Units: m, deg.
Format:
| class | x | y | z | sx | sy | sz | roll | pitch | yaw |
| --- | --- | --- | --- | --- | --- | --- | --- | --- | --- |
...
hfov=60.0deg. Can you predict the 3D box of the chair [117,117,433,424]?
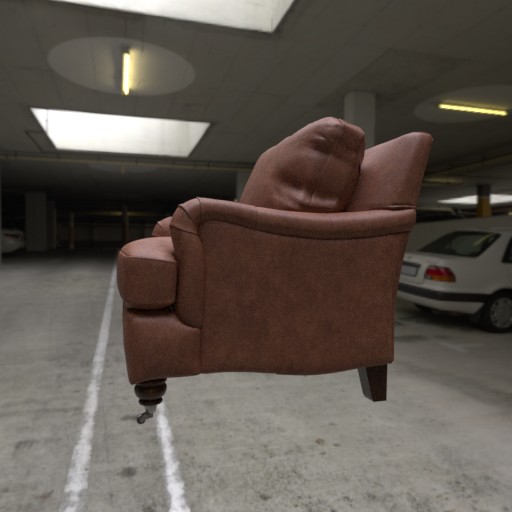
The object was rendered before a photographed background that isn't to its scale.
| class | x | y | z | sx | sy | sz | roll | pitch | yaw |
| --- | --- | --- | --- | --- | --- | --- | --- | --- | --- |
| chair | 0.000 | 0.000 | 1.933 | 1.158 | 1.055 | 0.986 | 0 | 1 | -17 |
